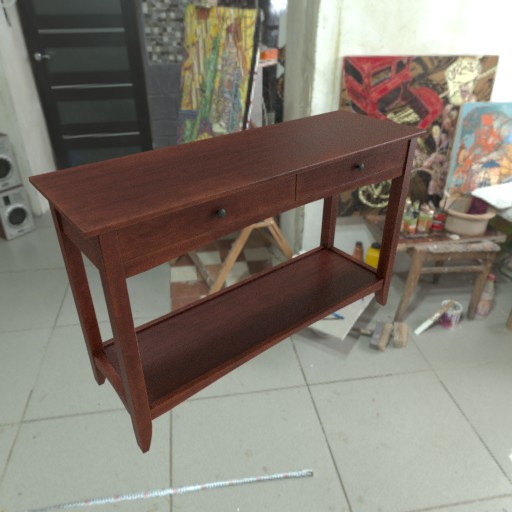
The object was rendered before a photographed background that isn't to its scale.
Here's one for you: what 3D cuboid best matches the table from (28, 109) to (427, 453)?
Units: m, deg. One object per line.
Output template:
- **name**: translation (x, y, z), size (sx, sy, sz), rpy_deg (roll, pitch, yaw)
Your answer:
- **table**: translation (0.000, 0.000, 1.515), size (1.188, 0.739, 0.392), rpy_deg (-23, 38, -32)
